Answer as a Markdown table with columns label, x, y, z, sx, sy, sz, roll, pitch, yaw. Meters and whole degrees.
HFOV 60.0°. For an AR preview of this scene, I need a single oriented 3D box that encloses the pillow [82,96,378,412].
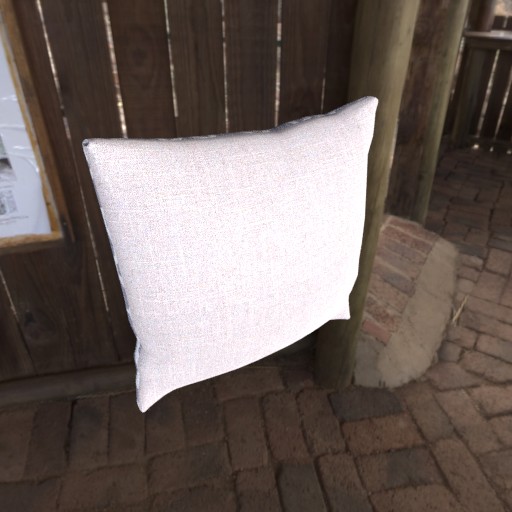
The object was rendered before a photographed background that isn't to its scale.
| label | x | y | z | sx | sy | sz | roll | pitch | yaw |
| --- | --- | --- | --- | --- | --- | --- | --- | --- | --- |
| pillow | 0.000 | 0.000 | 0.790 | 0.508 | 0.498 | 0.215 | -19 | 36 | -28 |
